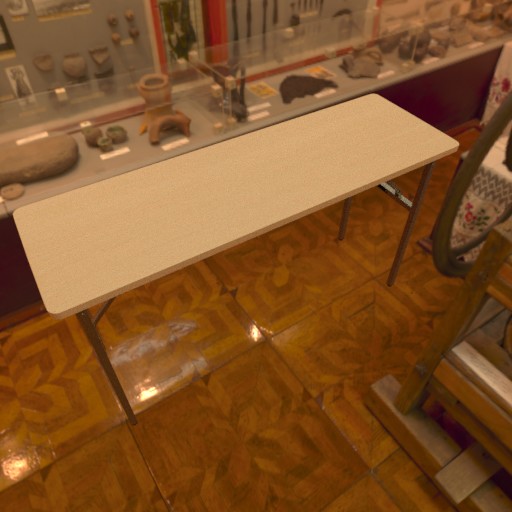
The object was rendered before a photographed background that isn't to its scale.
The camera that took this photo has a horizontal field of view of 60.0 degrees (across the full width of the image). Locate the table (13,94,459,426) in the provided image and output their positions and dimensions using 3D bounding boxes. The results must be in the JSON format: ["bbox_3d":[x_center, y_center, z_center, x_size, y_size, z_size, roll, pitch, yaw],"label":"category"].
[{"bbox_3d":[0.000,0.000,1.677,1.397,0.750,0.446,-24,51,-21],"label":"table"}]
